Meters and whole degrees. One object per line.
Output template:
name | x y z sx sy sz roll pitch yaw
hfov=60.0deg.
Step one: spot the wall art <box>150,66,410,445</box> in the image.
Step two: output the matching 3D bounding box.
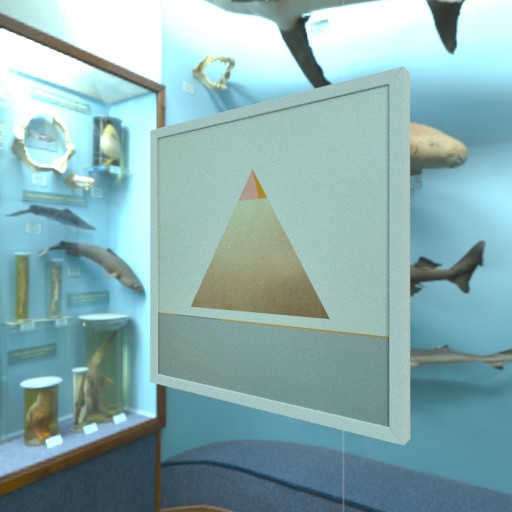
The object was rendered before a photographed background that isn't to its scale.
wall art | 0.000 0.000 1.136 0.768 0.765 0.041 0 0 36
